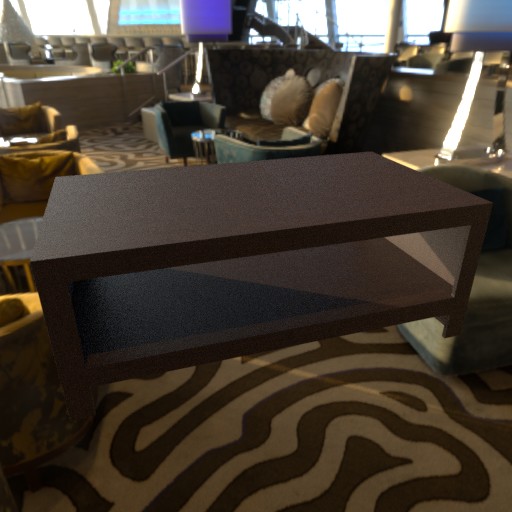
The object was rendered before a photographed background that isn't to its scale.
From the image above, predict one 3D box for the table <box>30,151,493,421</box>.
[{"bbox_3d":[0.000,0.000,1.348,1.099,0.424,0.597,-8,28,-16],"label":"table"}]
